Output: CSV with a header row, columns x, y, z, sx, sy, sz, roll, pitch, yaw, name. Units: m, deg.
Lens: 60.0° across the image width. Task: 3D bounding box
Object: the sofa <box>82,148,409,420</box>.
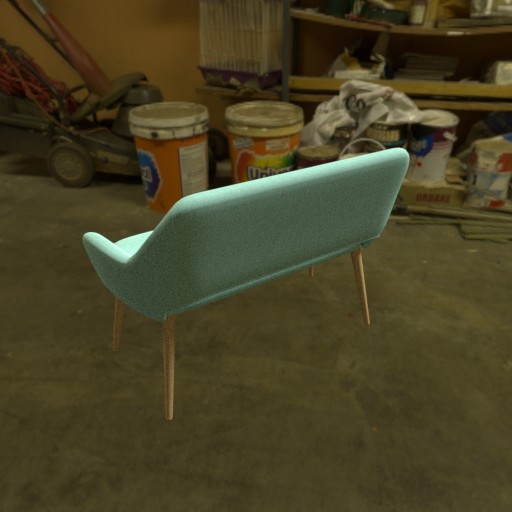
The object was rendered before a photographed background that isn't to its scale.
x,y,z,sx,sy,sz,roll,pitch,yaw,name
0.000,0.000,1.652,1.150,0.840,0.610,-18,35,-28,sofa
